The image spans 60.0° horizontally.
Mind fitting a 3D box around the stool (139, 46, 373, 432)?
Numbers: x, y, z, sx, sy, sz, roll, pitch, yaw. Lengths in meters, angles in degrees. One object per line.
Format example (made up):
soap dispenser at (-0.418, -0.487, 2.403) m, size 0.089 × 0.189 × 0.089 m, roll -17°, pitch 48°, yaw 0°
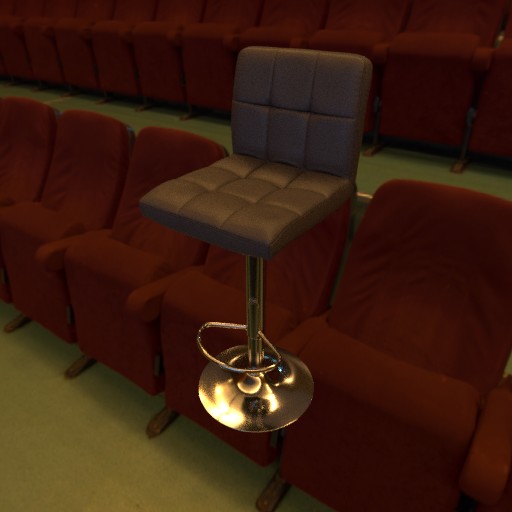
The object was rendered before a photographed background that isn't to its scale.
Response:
stool at (0.000, 0.000, 1.357) m, size 0.430 × 1.115 × 0.505 m, roll 19°, pitch 36°, yaw 29°
